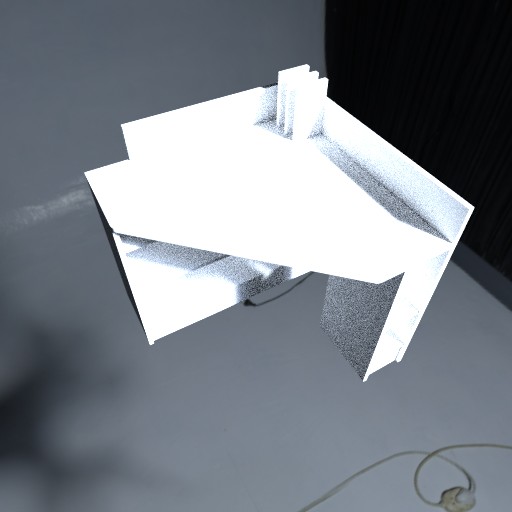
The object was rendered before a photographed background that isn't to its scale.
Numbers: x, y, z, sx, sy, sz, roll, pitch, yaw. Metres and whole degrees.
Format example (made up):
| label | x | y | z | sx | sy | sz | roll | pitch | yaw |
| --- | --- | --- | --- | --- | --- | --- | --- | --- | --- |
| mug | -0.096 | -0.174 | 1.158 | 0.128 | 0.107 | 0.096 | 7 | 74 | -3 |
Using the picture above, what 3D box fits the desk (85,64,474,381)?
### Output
| label | x | y | z | sx | sy | sz | roll | pitch | yaw |
| --- | --- | --- | --- | --- | --- | --- | --- | --- | --- |
| desk | 0.000 | 0.000 | 1.724 | 0.940 | 0.986 | 0.940 | -22 | 52 | -19 |
